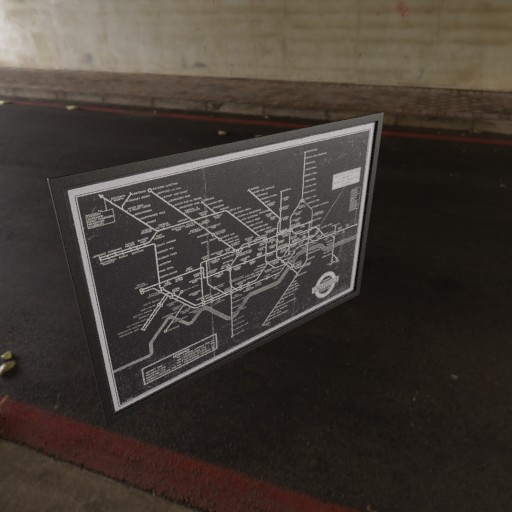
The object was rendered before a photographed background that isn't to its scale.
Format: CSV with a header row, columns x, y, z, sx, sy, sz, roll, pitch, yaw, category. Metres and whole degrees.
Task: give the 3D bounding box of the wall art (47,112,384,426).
x,y,z,sx,sy,sz,roll,pitch,yaw,category
0.000,0.000,1.517,1.192,0.811,0.013,-21,35,-33,wall art
